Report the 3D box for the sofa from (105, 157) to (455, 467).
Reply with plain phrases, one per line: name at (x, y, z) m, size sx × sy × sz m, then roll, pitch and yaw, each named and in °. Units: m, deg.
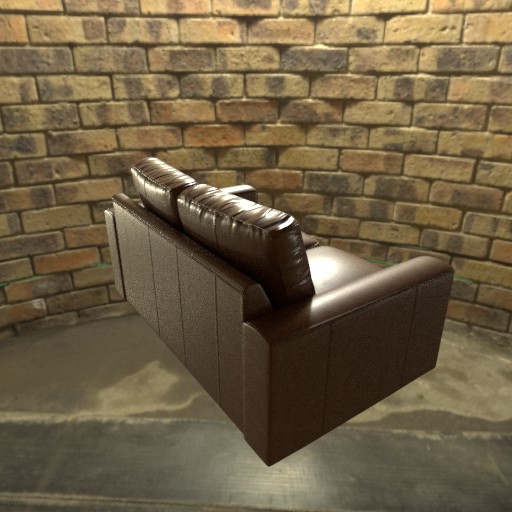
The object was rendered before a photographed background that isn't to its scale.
sofa at (0.000, 0.000, 2.264) m, size 1.016 × 0.873 × 1.616 m, roll -16°, pitch 29°, yaw -32°
